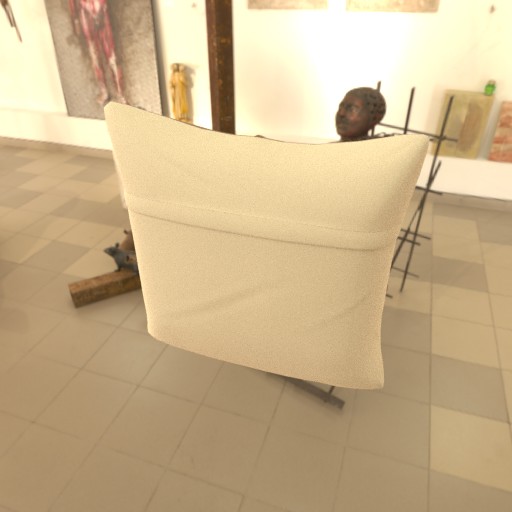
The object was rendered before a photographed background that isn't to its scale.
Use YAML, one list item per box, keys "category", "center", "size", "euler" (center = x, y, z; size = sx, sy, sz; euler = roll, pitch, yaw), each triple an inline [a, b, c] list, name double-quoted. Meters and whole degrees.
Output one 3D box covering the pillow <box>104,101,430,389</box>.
- category: "pillow"
  center: [0.000, 0.000, 0.739]
  size: [0.484, 0.470, 0.192]
  euler: [10, 34, 15]
